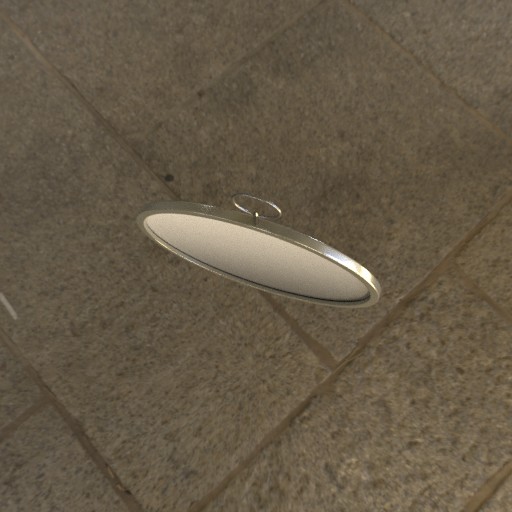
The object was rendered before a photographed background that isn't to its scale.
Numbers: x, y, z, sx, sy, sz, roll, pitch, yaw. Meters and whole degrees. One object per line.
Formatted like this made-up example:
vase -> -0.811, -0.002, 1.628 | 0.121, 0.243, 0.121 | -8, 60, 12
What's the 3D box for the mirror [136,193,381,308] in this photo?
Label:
mirror -> 0.000, 0.000, 1.013 | 0.594, 0.713, 0.020 | 18, 76, 5
